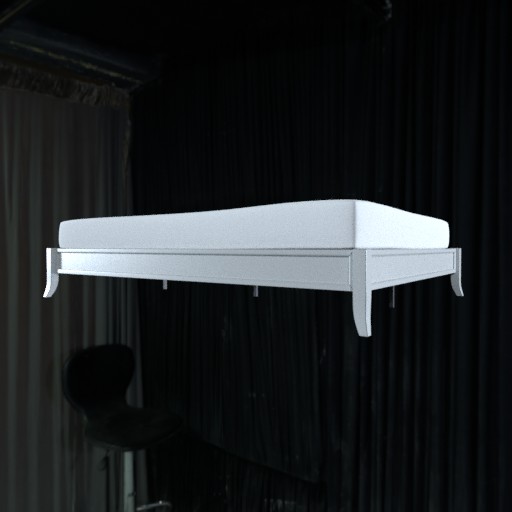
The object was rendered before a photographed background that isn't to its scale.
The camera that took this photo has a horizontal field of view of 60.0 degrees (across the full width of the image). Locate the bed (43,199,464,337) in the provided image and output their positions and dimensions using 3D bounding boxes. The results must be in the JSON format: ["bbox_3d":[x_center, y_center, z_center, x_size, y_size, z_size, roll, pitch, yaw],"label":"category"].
[{"bbox_3d":[0.000,0.000,2.788,2.108,0.510,1.604,1,1,36],"label":"bed"}]
